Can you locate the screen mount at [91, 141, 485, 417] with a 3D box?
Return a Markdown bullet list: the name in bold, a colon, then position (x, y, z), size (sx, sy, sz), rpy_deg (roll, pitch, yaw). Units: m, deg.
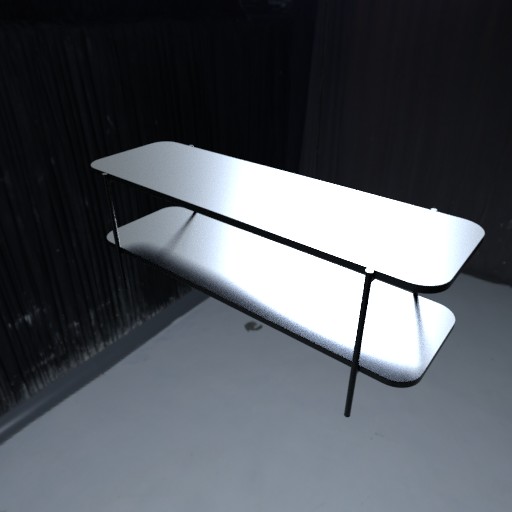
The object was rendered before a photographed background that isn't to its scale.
- **screen mount**: position (0.000, 0.000, 1.410), size (1.200, 0.447, 0.400), rpy_deg (22, 37, 32)
